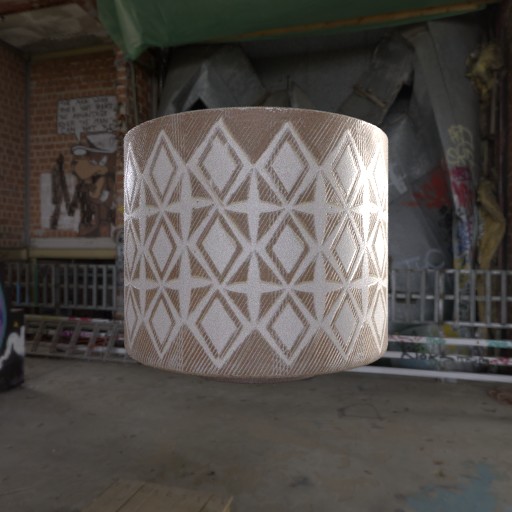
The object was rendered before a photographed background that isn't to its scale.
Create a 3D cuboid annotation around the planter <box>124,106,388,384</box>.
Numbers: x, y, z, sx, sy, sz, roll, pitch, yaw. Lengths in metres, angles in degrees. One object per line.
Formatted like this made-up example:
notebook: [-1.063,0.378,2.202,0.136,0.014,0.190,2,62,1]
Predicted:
planter: [0.000,0.000,0.338,0.193,0.165,0.193,0,0,0]
